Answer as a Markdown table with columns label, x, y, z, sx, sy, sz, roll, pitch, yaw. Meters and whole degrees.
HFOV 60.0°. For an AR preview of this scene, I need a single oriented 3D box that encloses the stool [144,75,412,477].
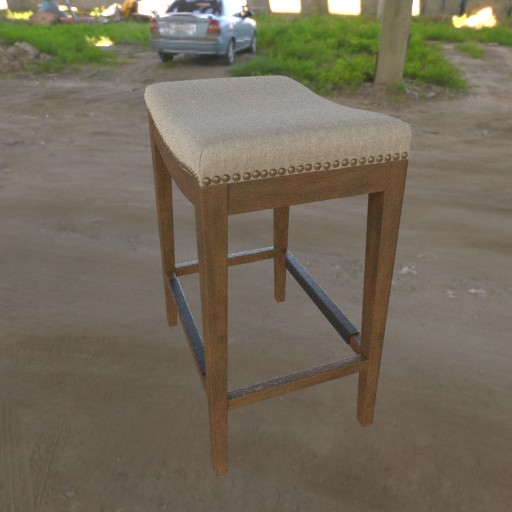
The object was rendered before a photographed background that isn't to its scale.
| label | x | y | z | sx | sy | sz | roll | pitch | yaw |
| --- | --- | --- | --- | --- | --- | --- | --- | --- | --- |
| stool | 0.000 | 0.000 | 0.956 | 0.356 | 0.660 | 0.508 | -11 | 32 | -17 |
